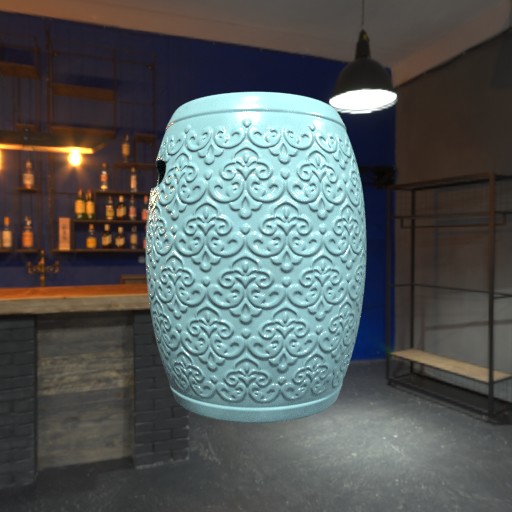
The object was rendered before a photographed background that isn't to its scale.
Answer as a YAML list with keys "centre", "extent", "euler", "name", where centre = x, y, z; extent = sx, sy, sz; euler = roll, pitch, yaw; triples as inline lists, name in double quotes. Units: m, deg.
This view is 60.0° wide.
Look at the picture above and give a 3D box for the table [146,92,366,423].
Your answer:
- centre: [0.000, 0.000, 0.639]
  extent: [0.309, 0.397, 0.309]
  euler: [0, 2, 0]
  name: "table"
